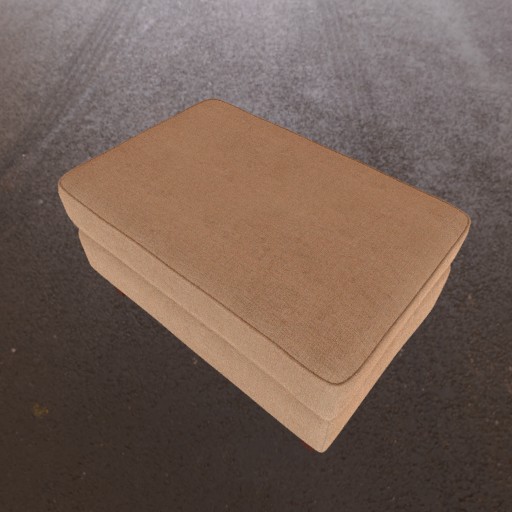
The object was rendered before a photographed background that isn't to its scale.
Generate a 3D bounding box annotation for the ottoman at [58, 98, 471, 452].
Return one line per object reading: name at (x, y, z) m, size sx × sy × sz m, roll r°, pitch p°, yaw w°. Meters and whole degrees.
ottoman at (0.000, 0.000, 1.200) m, size 0.862 × 0.484 × 0.583 m, roll 32°, pitch 55°, yaw 26°
